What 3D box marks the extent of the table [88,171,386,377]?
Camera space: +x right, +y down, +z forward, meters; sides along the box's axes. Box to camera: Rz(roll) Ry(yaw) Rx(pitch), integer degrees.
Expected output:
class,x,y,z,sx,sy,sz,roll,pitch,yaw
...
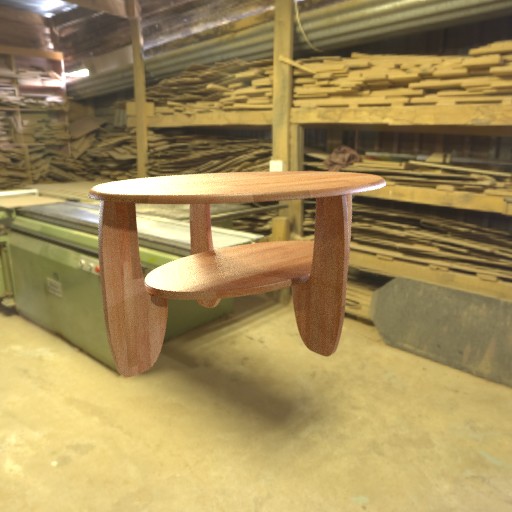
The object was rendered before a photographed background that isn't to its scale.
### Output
class,x,y,z,sx,sy,sz,roll,pitch,yaw
table,0.000,0.000,1.435,1.040,0.490,0.690,-13,19,-42
